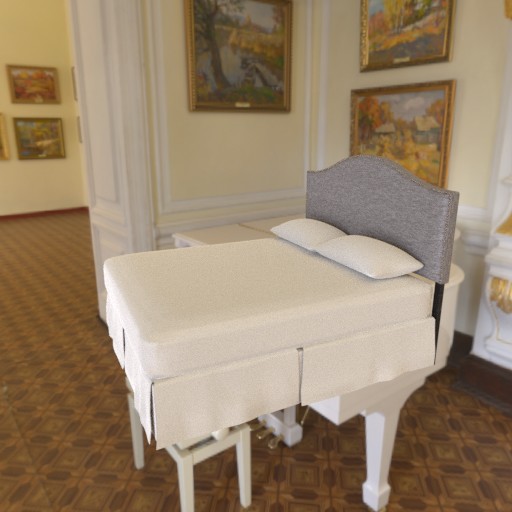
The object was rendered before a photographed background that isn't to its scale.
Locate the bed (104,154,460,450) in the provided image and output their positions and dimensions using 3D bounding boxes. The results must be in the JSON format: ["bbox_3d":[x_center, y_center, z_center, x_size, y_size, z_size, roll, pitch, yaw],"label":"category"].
[{"bbox_3d":[0.000,0.000,2.986,1.870,1.295,1.610,-7,17,-24],"label":"bed"}]
